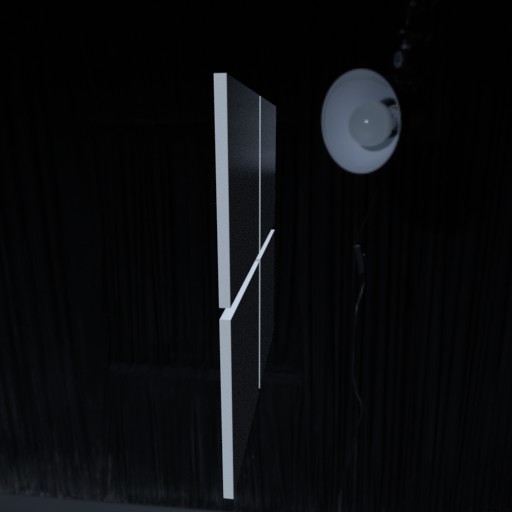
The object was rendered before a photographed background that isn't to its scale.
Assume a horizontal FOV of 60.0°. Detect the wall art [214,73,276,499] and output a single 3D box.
[{"bbox_3d":[0.000,0.000,1.640,0.029,1.118,1.118,2,15,8],"label":"wall art"}]
